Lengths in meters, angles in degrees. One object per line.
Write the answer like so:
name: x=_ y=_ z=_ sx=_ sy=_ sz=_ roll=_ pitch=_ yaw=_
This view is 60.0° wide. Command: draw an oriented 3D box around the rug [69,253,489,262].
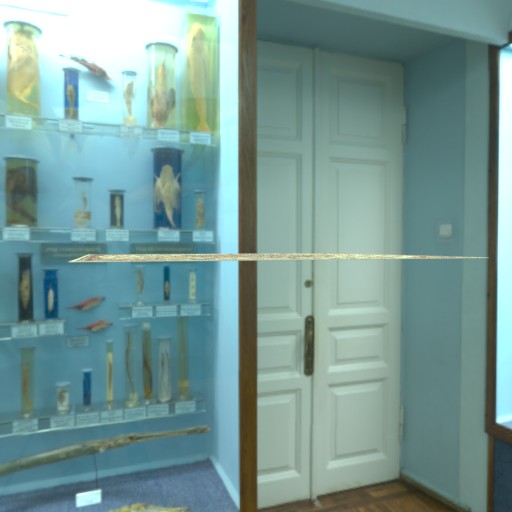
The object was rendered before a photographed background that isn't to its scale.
rug: x=0.000 y=0.000 z=4.178 sx=3.067 sy=0.005 sz=2.454 roll=0 pitch=1 yaw=-18
